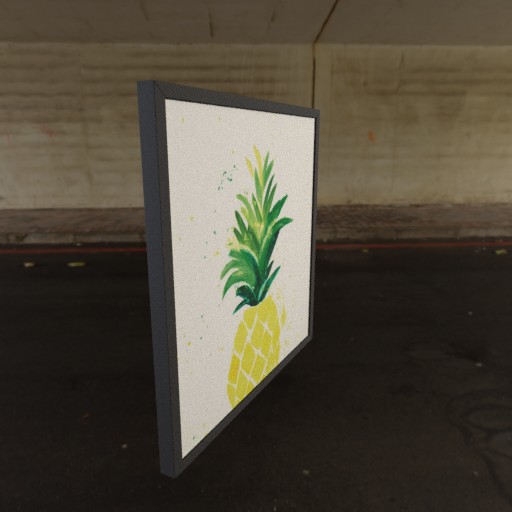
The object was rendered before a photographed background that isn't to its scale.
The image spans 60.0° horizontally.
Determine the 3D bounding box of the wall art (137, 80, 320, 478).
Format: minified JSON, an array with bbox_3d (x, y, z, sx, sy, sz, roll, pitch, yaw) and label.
[{"bbox_3d":[0.000,0.000,1.140,0.037,0.760,0.762,8,16,27],"label":"wall art"}]
